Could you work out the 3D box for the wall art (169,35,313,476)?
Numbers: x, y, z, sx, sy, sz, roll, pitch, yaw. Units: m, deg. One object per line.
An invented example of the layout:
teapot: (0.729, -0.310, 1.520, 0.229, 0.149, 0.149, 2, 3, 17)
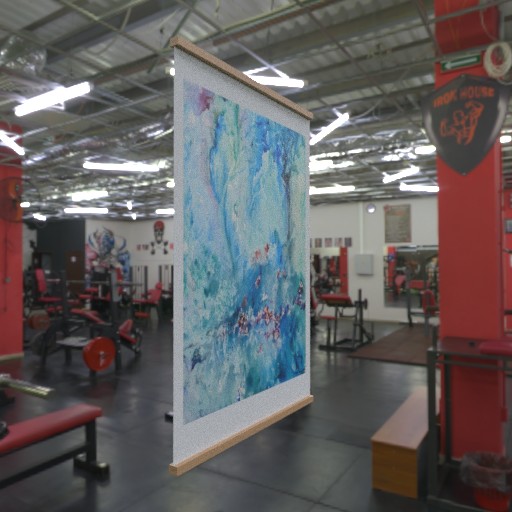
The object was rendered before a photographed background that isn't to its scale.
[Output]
wall art: (0.000, 0.000, 0.654, 0.013, 0.510, 0.335, 0, -1, 35)
